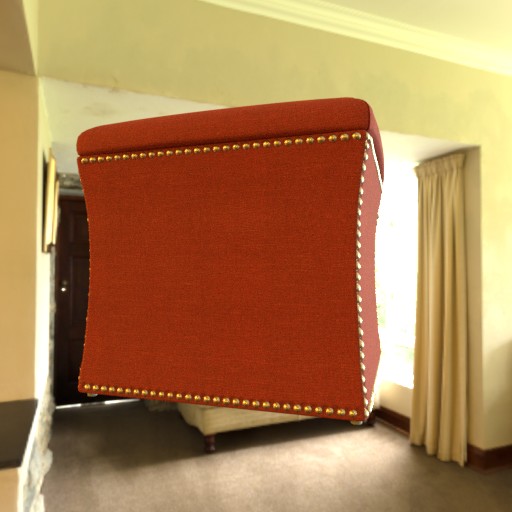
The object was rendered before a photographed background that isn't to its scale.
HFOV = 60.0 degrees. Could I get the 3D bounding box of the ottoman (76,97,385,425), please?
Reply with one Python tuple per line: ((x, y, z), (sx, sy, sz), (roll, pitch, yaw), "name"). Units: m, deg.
((0.000, 0.000, 0.889), (0.497, 0.475, 0.507), (-1, -2, 18), "ottoman")
